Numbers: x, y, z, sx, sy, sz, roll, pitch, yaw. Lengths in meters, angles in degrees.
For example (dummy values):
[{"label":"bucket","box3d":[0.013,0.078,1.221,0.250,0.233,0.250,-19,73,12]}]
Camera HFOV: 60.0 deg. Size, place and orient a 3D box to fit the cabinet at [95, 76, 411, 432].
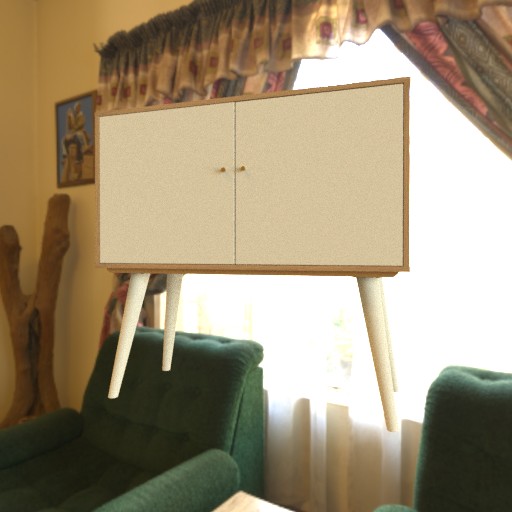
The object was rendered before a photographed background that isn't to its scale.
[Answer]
[{"label":"cabinet","box3d":[0.000,0.000,1.622,1.057,1.016,0.470,0,1,18]}]
